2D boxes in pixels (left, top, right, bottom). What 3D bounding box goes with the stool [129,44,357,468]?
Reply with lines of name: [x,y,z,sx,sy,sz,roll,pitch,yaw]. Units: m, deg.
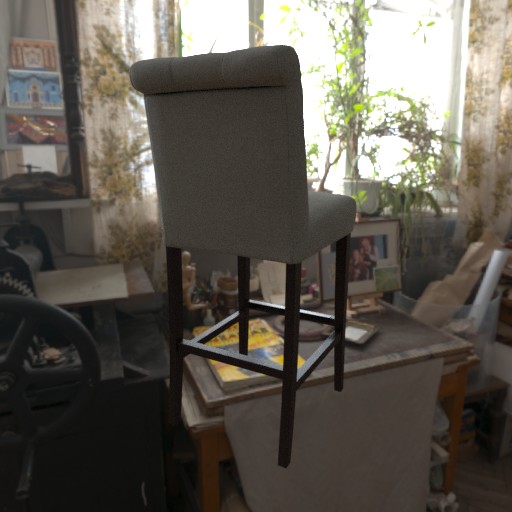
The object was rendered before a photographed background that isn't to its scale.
stool: [0.000,0.000,1.436,0.493,1.140,0.601,8,17,28]
